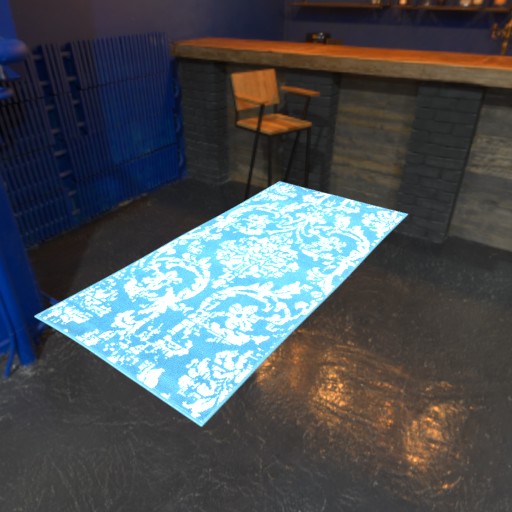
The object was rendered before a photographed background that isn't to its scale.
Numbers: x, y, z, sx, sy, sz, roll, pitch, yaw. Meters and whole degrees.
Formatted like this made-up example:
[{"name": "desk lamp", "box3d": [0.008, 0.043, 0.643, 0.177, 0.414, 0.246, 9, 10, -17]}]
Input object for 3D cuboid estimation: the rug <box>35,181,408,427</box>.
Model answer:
[{"name": "rug", "box3d": [0.000, 0.000, 1.468, 0.604, 0.007, 1.219, 20, 36, 30]}]
